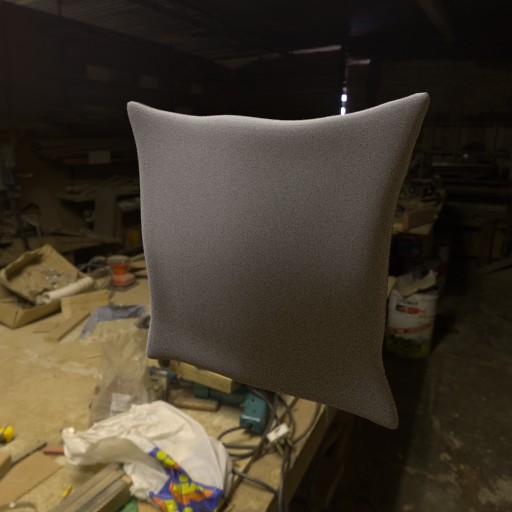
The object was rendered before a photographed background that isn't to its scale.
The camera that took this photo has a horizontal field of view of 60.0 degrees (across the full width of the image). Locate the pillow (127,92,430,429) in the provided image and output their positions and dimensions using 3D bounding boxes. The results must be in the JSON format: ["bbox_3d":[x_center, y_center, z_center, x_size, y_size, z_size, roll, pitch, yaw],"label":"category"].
[{"bbox_3d":[0.000,0.000,0.758,0.514,0.513,0.163,8,18,26],"label":"pillow"}]
